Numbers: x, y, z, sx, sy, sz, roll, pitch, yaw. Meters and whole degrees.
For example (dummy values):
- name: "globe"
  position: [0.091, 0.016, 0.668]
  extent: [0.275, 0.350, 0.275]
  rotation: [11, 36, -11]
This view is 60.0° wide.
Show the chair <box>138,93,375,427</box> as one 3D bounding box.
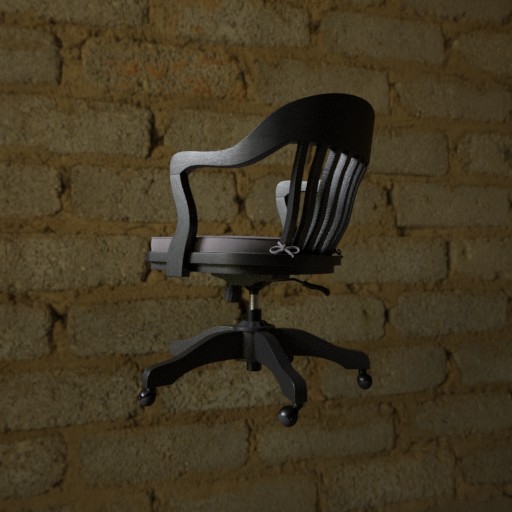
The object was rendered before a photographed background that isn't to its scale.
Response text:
- name: "chair"
  position: [0.000, 0.000, 1.489]
  extent: [0.788, 0.878, 0.750]
  rotation: [0, -1, 36]
